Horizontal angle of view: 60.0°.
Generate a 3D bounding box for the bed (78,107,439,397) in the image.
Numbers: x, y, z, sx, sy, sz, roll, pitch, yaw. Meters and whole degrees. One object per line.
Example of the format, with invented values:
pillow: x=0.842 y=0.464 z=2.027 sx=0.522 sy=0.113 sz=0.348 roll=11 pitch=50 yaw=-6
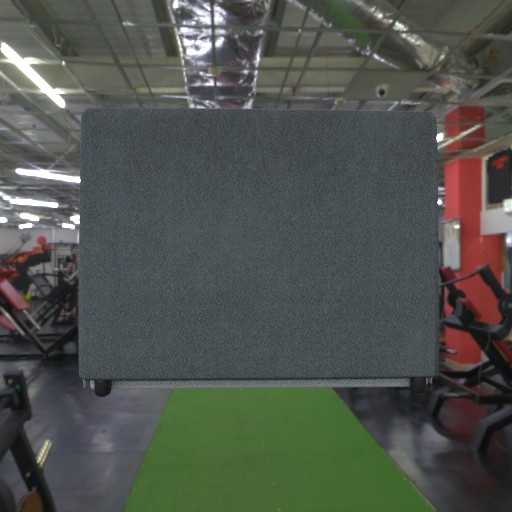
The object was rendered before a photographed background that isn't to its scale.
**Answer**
bed: x=0.000 y=0.000 z=3.069 sx=1.713 sy=1.330 sz=2.142 roll=0 pitch=-1 yaw=-2
